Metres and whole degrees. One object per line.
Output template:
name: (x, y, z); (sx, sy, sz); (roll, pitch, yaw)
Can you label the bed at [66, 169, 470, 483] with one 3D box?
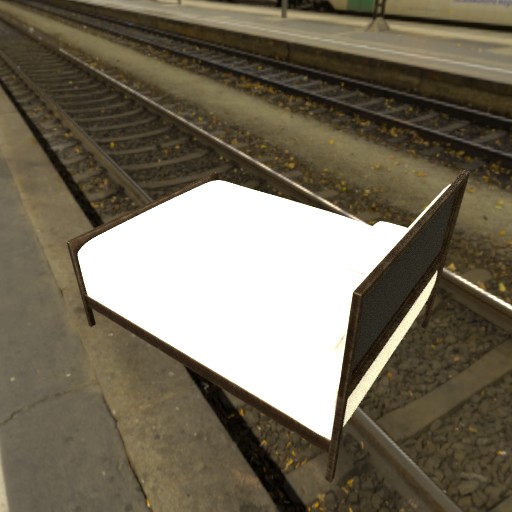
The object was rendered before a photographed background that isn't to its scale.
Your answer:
bed: (0.000, 0.000, 3.199); (2.221, 1.313, 1.607); (22, 39, 30)
